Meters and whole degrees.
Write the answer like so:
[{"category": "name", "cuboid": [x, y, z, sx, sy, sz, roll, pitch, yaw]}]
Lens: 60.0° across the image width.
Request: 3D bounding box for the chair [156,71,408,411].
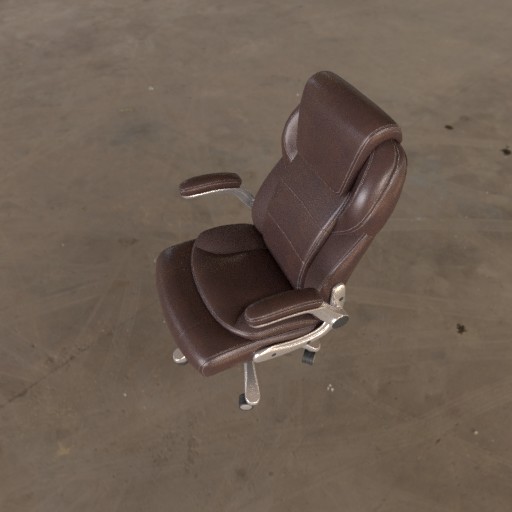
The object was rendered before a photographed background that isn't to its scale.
[{"category": "chair", "cuboid": [0.000, 0.000, 1.663, 0.774, 1.160, 0.733, -18, 49, -16]}]
